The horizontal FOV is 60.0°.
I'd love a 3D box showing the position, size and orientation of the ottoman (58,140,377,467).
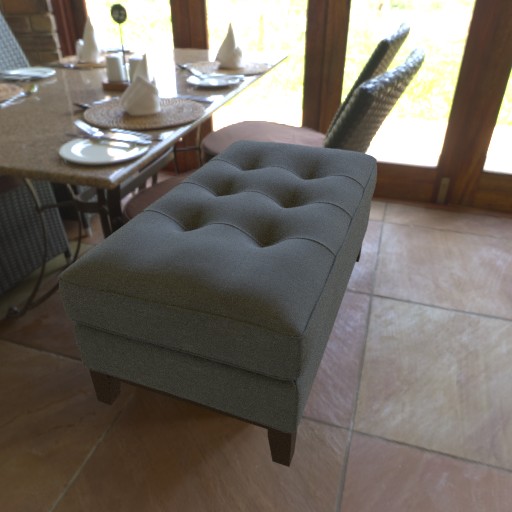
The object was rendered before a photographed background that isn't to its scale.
[{"bbox_3d":[0.000,0.000,1.532,0.648,0.514,1.143,11,34,17],"label":"ottoman"}]
